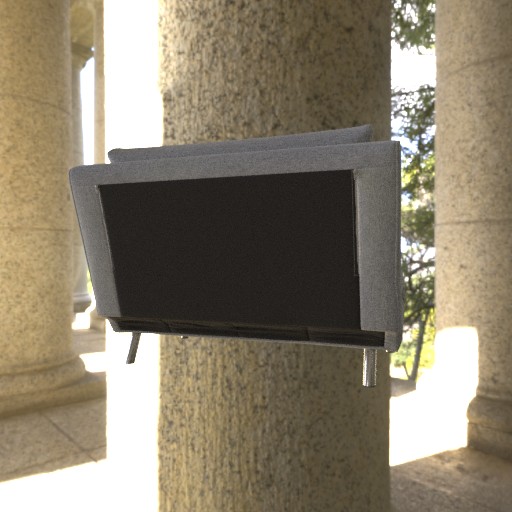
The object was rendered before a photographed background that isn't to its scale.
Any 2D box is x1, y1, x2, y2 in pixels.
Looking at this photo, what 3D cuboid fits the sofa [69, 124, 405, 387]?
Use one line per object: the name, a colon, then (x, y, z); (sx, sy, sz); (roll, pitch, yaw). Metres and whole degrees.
sofa: (0.000, 0.000, 1.923); (1.220, 0.910, 0.910); (0, 0, 19)
